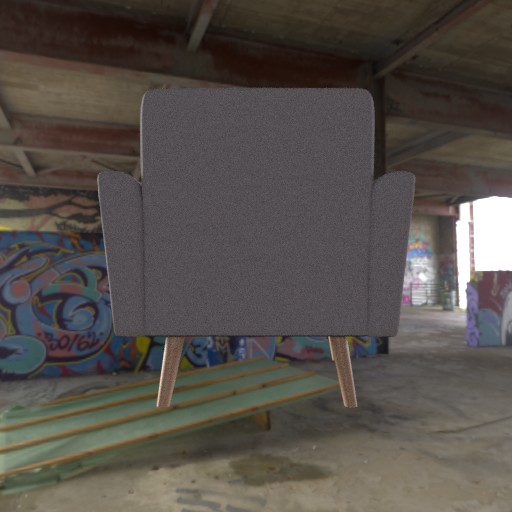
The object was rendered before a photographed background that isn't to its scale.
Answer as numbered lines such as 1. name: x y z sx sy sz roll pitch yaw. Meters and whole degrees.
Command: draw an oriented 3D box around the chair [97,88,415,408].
1. chair: 0.000 0.000 1.413 0.780 0.780 0.750 0 -3 0
